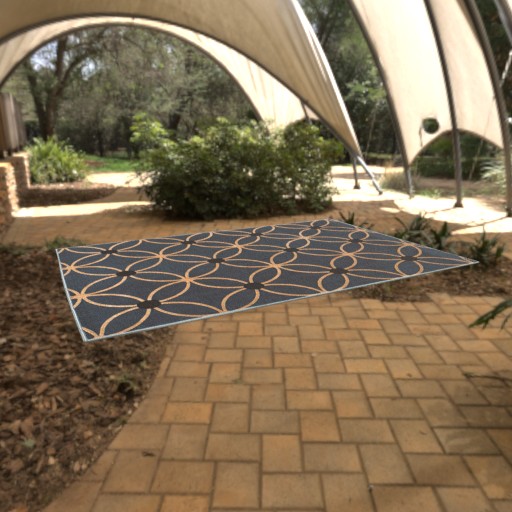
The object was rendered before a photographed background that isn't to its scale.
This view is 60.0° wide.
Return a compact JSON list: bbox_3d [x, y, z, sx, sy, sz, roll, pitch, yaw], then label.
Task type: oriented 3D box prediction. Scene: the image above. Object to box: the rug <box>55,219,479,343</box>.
[{"bbox_3d":[0.000,0.000,2.833,2.284,0.008,1.522,-8,18,-26],"label":"rug"}]
